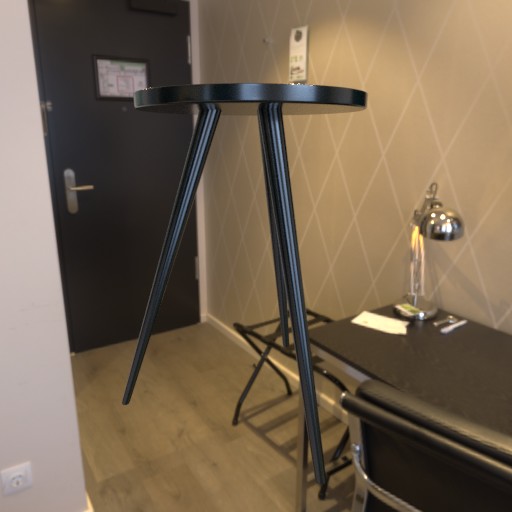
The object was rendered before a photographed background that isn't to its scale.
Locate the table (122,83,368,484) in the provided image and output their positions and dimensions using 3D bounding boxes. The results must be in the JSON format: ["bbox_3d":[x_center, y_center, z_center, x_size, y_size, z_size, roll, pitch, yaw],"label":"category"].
[{"bbox_3d":[0.000,0.000,0.810,0.403,0.548,0.415,7,17,26],"label":"table"}]
